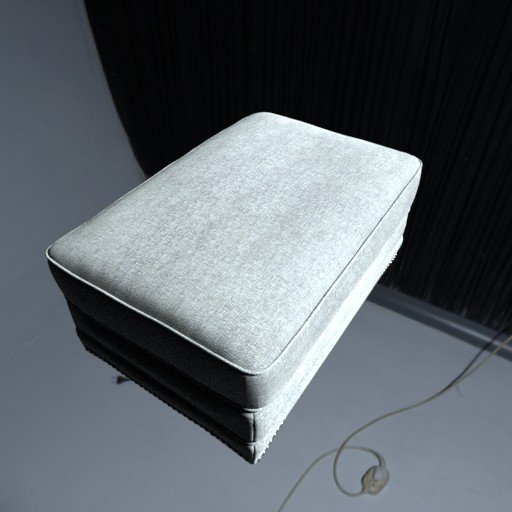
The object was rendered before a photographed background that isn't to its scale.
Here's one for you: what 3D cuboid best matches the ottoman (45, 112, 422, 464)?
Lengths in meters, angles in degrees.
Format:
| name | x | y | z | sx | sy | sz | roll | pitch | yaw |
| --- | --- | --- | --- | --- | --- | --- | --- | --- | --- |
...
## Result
| name | x | y | z | sx | sy | sz | roll | pitch | yaw |
| --- | --- | --- | --- | --- | --- | --- | --- | --- | --- |
| ottoman | 0.000 | 0.000 | 1.144 | 0.561 | 0.457 | 0.813 | 24 | 47 | 25 |
